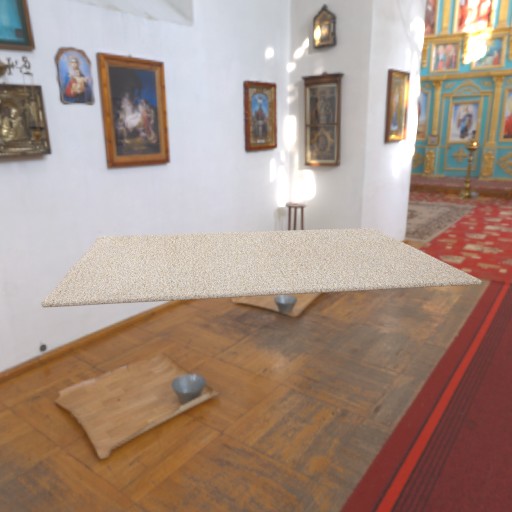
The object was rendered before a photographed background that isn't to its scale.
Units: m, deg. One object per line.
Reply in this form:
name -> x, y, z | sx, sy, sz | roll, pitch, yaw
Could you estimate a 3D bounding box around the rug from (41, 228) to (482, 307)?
rug -> 0.000, 0.000, 3.556 | 2.743, 0.030, 1.778 | -2, 15, -8
